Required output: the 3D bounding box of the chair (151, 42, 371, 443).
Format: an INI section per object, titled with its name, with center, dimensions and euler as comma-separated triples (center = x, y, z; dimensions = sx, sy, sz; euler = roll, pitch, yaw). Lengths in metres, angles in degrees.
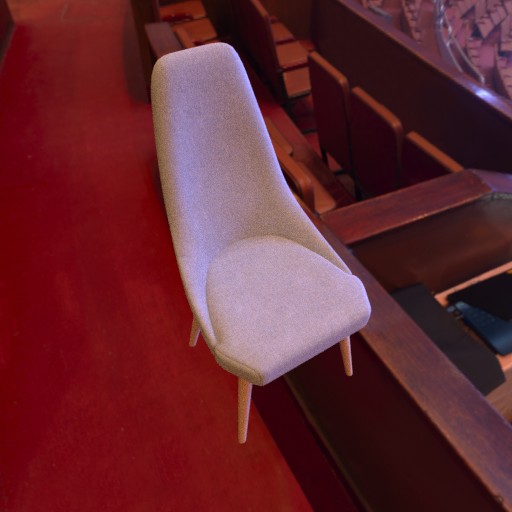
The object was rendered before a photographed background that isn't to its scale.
[chair]
center = 0.000, 0.000, 1.369
dimensions = 0.510, 1.040, 0.660
euler = -24, 51, -21
